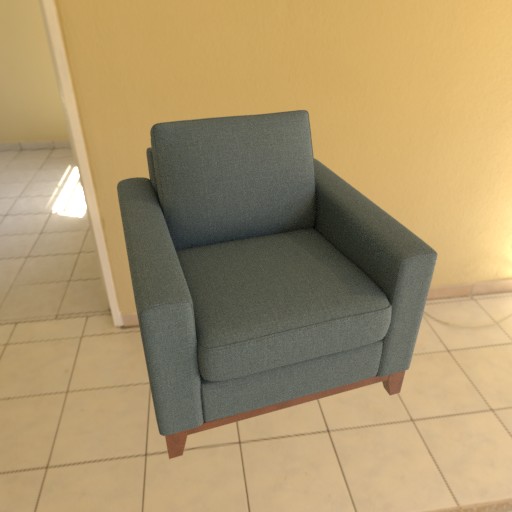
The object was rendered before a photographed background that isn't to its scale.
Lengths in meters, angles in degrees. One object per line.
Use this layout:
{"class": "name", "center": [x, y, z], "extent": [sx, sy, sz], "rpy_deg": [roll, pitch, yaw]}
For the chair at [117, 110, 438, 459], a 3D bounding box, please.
{"class": "chair", "center": [0.000, 0.000, 1.870], "extent": [1.024, 1.010, 1.038], "rpy_deg": [-10, 33, -16]}
